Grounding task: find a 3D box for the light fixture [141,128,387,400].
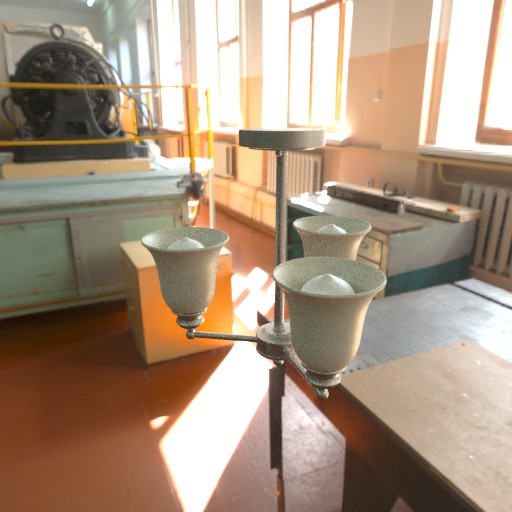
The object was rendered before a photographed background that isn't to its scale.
[{"bbox_3d":[0.000,0.000,0.672,0.354,0.370,0.388,3,18,10],"label":"light fixture"}]
